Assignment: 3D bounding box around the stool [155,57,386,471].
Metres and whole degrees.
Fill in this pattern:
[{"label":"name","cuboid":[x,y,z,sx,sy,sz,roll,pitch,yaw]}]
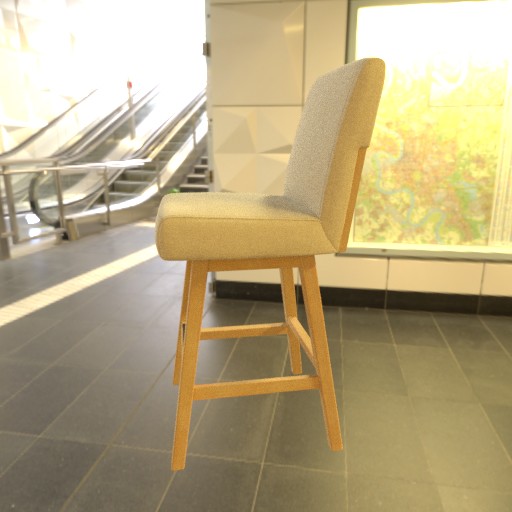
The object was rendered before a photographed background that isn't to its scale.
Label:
[{"label":"stool","cuboid":[0.000,0.000,1.264,0.543,1.015,0.446,-3,15,-10]}]
